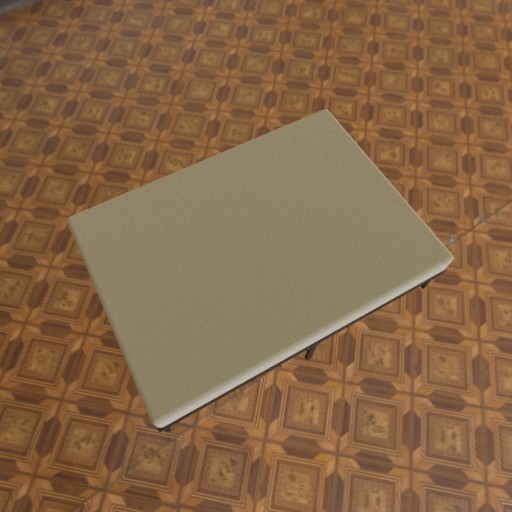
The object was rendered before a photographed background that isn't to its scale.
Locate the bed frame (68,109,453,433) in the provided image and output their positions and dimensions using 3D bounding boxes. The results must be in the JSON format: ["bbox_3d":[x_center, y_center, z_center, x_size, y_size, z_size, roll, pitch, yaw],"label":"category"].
[{"bbox_3d":[0.000,0.000,3.917,2.842,0.680,2.205,-19,64,-10],"label":"bed frame"}]
